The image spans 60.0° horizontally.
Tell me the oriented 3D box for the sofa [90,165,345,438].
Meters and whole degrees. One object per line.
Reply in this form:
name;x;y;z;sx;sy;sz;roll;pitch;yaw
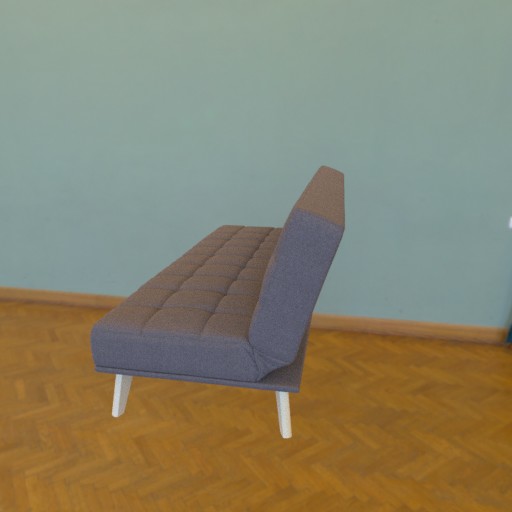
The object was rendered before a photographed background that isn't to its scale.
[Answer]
sofa;0.000;0.000;2.289;0.860;0.810;1.800;3;16;10
